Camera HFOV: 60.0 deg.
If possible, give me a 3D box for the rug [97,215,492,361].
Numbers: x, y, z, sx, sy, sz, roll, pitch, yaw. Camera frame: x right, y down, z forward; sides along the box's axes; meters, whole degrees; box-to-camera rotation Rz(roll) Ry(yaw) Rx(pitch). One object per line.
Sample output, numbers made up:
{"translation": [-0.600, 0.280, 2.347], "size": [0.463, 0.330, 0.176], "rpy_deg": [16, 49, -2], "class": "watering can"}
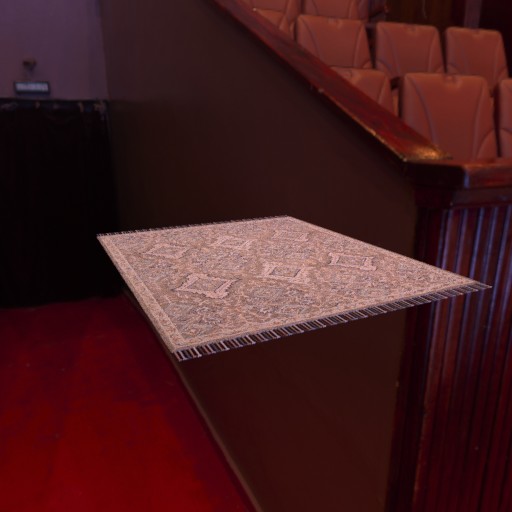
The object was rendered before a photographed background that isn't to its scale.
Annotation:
{"translation": [0.000, 0.000, 4.109], "size": [2.437, 0.010, 3.056], "rpy_deg": [-8, 18, -25], "class": "rug"}
